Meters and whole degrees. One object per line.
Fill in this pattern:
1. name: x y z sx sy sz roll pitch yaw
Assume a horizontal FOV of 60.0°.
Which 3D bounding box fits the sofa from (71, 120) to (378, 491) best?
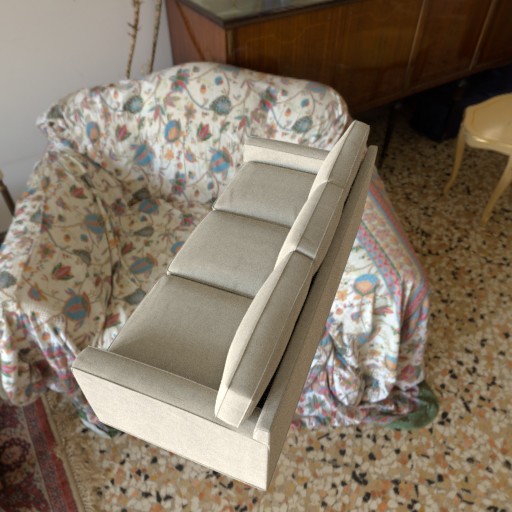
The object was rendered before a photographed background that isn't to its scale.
1. sofa: 0.000 0.000 2.561 0.936 0.862 2.093 16 47 15
